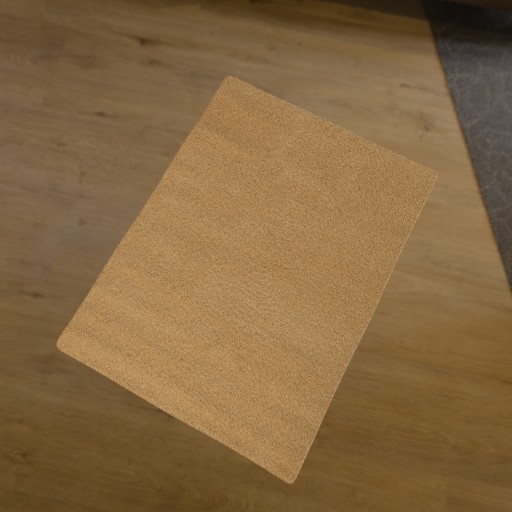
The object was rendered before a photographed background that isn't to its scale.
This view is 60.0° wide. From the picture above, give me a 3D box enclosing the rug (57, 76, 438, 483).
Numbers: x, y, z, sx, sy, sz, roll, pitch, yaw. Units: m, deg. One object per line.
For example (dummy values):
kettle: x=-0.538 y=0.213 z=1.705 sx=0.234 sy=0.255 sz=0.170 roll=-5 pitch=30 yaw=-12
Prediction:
rug: x=0.000 y=0.000 z=2.097 sx=1.199 sy=0.025 sz=1.600 roll=27 pitch=77 yaw=7
